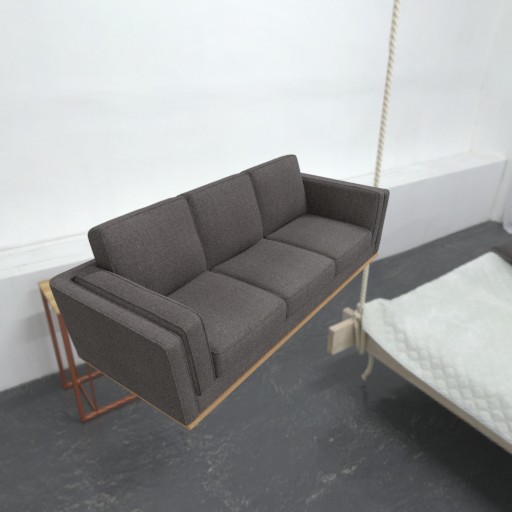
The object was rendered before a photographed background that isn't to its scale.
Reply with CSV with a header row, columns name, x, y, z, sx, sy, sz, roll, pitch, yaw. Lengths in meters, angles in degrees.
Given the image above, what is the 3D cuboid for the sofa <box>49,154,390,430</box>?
name,x,y,z,sx,sy,sz,roll,pitch,yaw
sofa,0.000,0.000,2.902,0.903,0.899,2.362,18,32,32
